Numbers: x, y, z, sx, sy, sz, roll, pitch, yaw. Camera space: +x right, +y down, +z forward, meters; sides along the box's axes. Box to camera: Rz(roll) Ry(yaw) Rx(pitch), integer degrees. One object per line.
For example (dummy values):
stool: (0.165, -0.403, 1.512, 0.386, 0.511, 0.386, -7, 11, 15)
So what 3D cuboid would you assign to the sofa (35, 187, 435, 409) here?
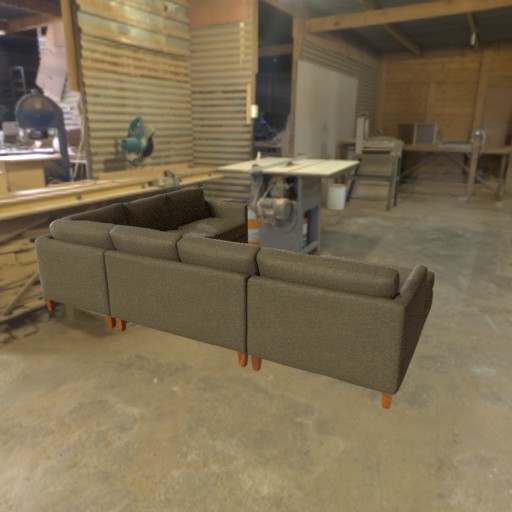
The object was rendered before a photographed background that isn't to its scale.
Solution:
sofa: (0.000, 0.000, 4.578, 3.460, 0.961, 2.594, 9, 19, 27)
